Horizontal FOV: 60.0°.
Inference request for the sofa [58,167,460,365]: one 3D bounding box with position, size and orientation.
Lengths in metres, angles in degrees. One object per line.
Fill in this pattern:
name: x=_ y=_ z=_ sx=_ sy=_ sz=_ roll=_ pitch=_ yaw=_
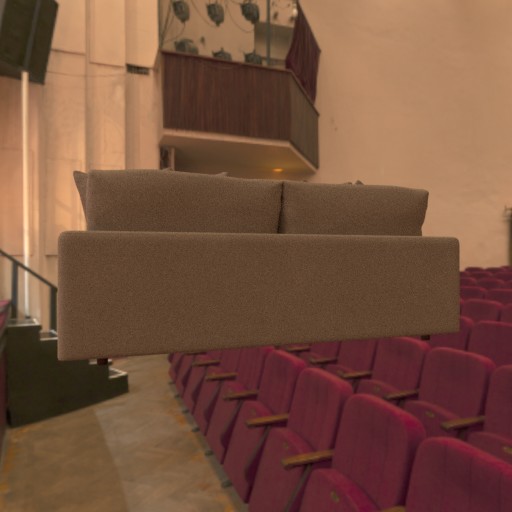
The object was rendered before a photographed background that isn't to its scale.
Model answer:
sofa: x=0.000 y=0.000 z=3.019 sx=2.380 sy=1.084 sz=1.228 roll=0 pitch=0 yaw=-19
